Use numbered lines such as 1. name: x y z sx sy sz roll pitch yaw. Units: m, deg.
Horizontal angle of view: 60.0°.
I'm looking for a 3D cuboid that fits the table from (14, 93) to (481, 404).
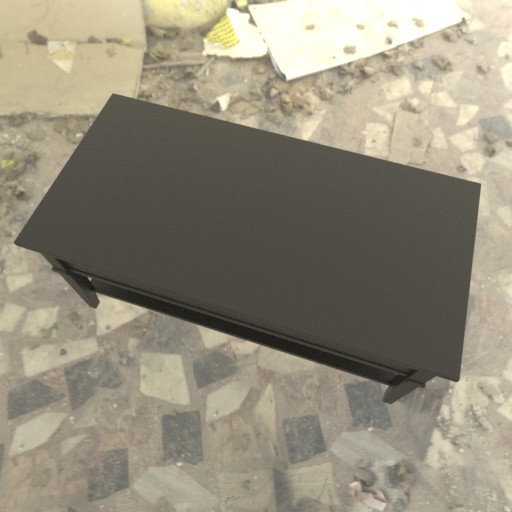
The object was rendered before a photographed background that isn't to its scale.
1. table: 0.000 0.000 1.301 1.044 0.470 0.523 16 64 8
